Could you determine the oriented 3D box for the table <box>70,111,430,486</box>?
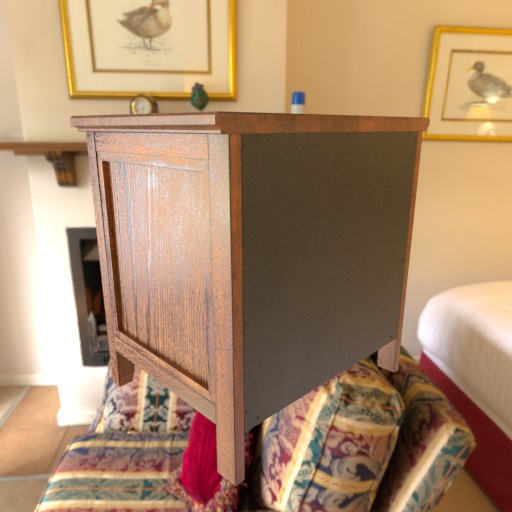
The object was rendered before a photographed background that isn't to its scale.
[{"bbox_3d":[0.000,0.000,0.992,0.586,0.597,0.461,-15,22,-42],"label":"table"}]
